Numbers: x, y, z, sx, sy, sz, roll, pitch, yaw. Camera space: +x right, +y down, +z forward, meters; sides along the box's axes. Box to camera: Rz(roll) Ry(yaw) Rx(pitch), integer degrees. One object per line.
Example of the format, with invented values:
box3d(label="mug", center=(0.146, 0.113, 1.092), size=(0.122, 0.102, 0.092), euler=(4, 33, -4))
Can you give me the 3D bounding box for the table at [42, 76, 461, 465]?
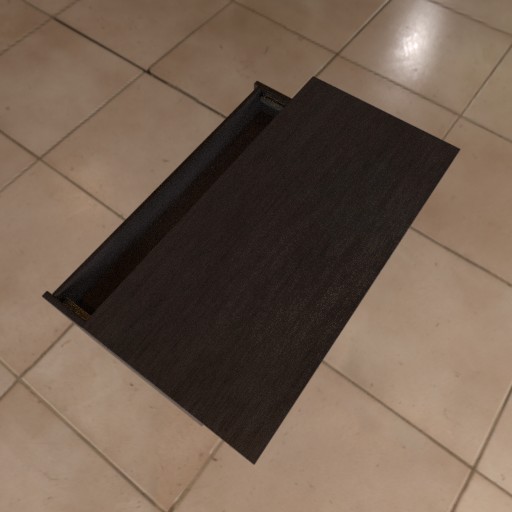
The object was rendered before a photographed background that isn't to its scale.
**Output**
box3d(label="table", center=(0.000, 0.000, 1.424), size=(0.712, 0.570, 1.000), euler=(33, 68, 15))
